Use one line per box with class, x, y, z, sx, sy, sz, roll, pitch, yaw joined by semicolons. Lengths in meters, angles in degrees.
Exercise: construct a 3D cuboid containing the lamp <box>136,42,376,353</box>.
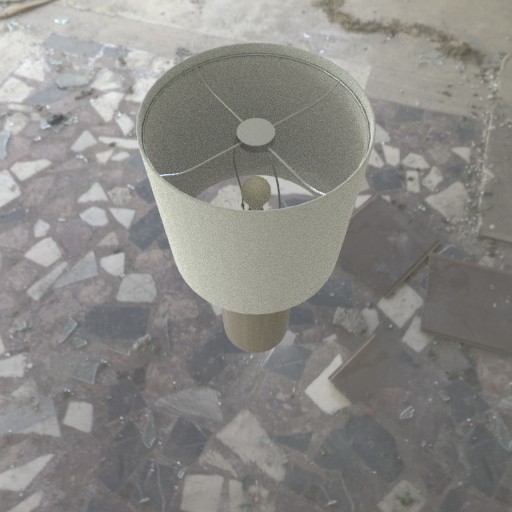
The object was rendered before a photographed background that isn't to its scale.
lamp;0.000;0.000;0.606;0.212;0.493;0.212;-32;65;-17
